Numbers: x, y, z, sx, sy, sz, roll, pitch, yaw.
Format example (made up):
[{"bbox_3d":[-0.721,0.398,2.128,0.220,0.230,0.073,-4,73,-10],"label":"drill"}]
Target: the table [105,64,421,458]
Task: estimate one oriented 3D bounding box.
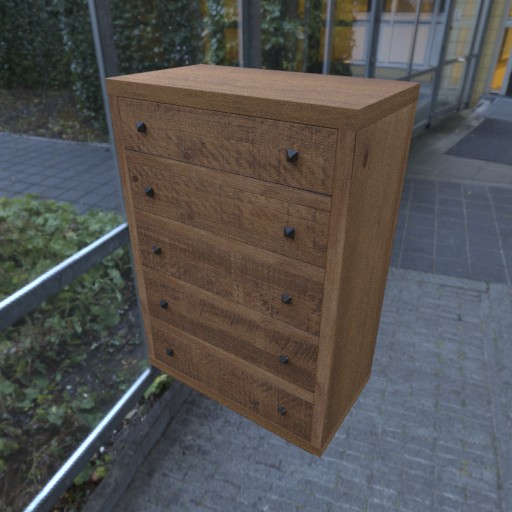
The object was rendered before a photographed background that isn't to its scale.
[{"bbox_3d":[0.000,0.000,1.745,0.901,1.294,0.524,18,34,29],"label":"table"}]
